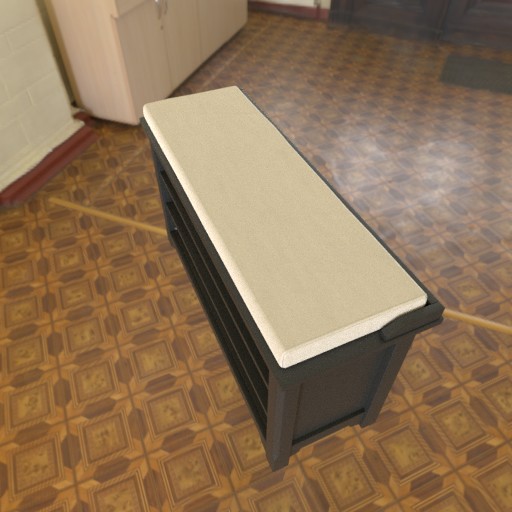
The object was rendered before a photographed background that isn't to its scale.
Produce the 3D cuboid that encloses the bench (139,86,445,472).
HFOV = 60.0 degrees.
[{"bbox_3d":[0.000,0.000,1.255,0.345,0.561,0.973,-18,49,-16],"label":"bench"}]
